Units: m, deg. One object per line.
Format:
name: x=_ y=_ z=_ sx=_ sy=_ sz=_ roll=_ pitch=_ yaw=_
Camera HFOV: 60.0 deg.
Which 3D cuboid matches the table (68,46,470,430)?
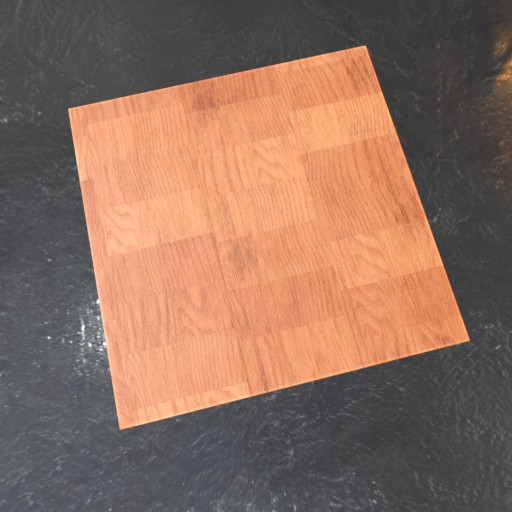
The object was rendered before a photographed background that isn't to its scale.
table: x=0.000 y=0.000 z=1.357 sx=0.747 sy=0.738 sz=0.747 roll=-13 pitch=77 yaw=-3
